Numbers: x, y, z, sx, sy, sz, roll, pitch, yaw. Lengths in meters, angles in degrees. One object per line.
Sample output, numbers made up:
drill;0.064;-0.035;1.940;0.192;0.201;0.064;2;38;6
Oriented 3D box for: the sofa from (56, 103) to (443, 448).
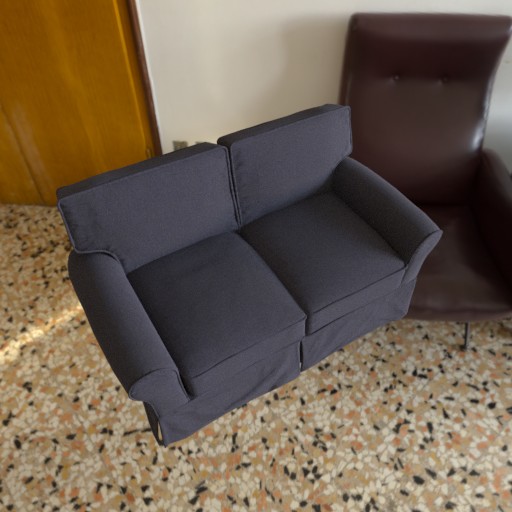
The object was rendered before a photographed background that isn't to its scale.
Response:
sofa;0.000;0.000;2.389;1.801;1.059;0.997;-24;51;-21
